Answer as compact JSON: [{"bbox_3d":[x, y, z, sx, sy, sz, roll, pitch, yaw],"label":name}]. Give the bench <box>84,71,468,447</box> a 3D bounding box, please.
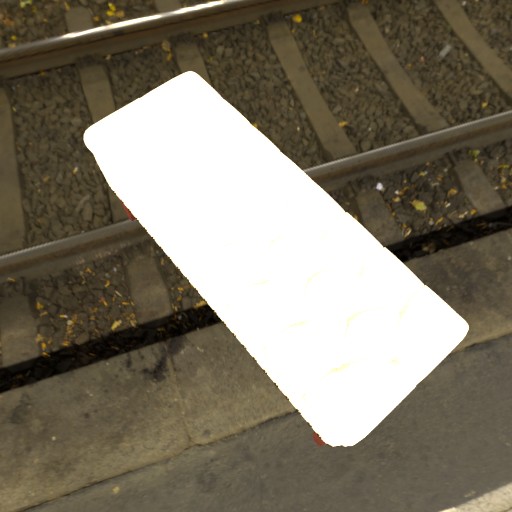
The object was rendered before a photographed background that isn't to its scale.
[{"bbox_3d":[0.000,0.000,1.295,0.400,0.470,1.054,-37,70,-16],"label":"bench"}]
